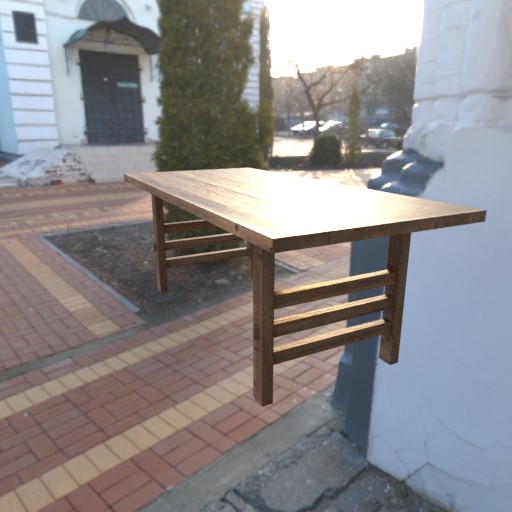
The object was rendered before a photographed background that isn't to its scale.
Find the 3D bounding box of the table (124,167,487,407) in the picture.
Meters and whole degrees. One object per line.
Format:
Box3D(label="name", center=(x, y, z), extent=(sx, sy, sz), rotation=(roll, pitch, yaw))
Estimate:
Box3D(label="table", center=(0.000, 0.000, 2.448), extent=(0.952, 0.760, 2.003), rotation=(-9, 19, -27))
